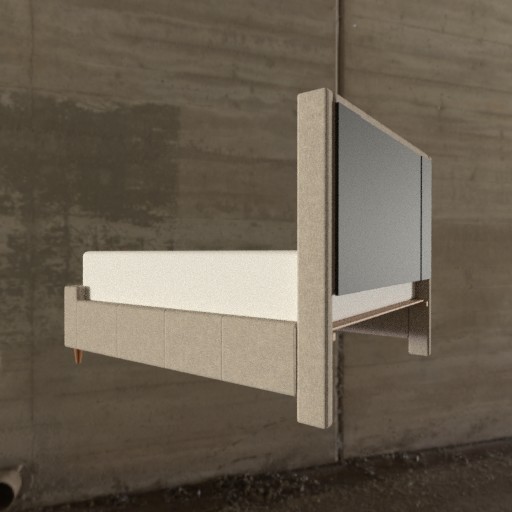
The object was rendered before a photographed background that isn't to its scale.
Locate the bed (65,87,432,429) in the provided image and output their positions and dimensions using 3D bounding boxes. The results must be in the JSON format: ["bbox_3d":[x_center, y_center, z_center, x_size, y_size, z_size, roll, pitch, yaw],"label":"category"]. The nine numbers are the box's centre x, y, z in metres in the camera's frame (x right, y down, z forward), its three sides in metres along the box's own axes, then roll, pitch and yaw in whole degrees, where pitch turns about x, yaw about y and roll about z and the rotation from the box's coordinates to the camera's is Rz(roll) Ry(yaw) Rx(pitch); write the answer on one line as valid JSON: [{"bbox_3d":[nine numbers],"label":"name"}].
[{"bbox_3d":[0.000,0.000,3.733,2.370,1.743,2.045,0,1,35],"label":"bed"}]
